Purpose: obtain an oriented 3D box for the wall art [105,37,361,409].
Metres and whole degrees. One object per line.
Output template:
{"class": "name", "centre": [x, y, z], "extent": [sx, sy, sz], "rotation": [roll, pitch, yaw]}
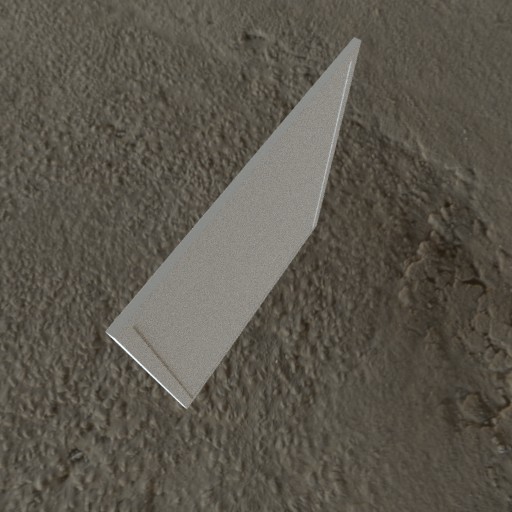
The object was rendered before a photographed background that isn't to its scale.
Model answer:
{"class": "wall art", "centre": [0.000, 0.000, 0.974], "extent": [0.015, 0.660, 0.660], "rotation": [31, 68, 14]}
